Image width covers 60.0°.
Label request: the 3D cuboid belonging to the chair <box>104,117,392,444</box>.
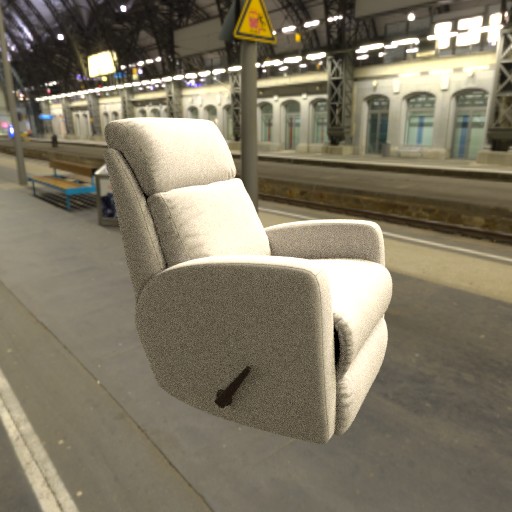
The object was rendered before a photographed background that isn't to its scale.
[{"bbox_3d":[0.000,0.000,1.696,0.941,1.015,0.812,8,18,27],"label":"chair"}]
